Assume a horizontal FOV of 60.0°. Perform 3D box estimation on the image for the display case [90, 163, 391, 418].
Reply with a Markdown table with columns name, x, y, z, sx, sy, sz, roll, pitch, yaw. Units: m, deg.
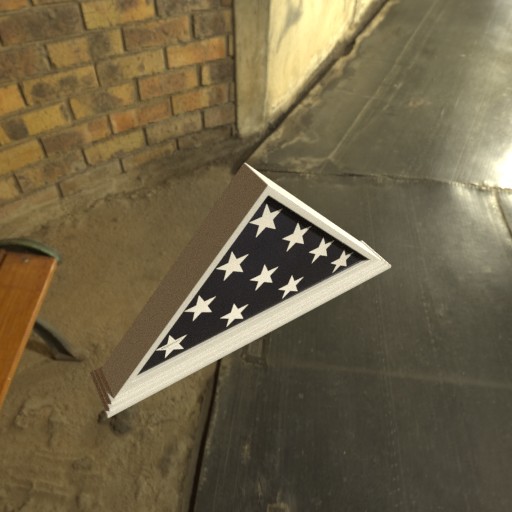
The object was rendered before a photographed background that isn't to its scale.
| name | x | y | z | sx | sy | sz | roll | pitch | yaw |
| --- | --- | --- | --- | --- | --- | --- | --- | --- | --- |
| display case | 0.000 | 0.000 | 0.761 | 0.640 | 0.340 | 0.095 | -24 | 50 | -22 |
